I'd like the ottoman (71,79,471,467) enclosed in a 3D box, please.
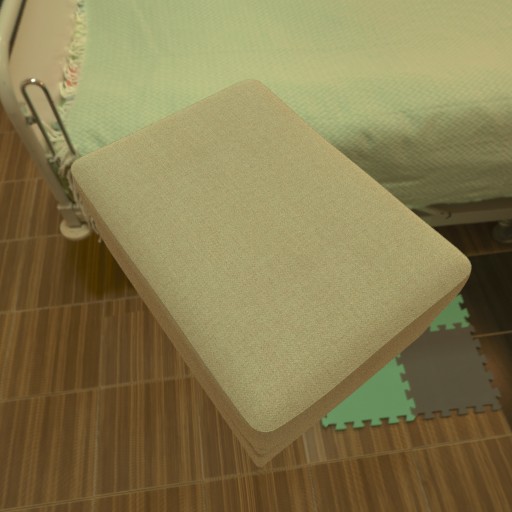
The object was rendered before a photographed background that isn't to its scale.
[{"bbox_3d":[0.000,0.000,1.239,0.637,0.478,0.885,-32,63,-19],"label":"ottoman"}]
